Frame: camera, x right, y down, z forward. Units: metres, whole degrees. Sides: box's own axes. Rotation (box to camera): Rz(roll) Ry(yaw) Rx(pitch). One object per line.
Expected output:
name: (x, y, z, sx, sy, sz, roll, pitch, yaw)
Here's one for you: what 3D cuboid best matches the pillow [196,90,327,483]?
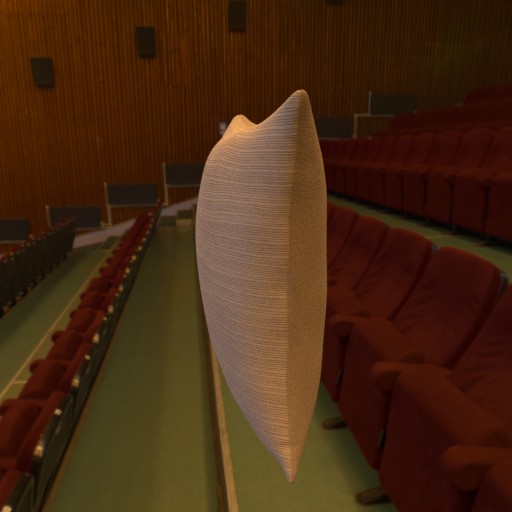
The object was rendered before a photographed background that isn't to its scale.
pillow: (0.000, 0.000, 0.769, 0.204, 0.497, 0.512, -2, 14, -9)
